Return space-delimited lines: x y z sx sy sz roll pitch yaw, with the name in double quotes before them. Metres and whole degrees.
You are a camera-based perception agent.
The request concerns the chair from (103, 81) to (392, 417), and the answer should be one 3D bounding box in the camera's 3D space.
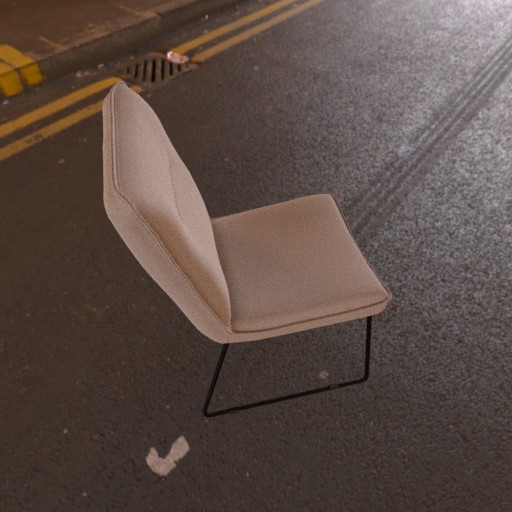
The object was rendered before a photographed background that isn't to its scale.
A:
"chair" 0.000 0.000 1.330 0.688 0.930 0.515 -10 47 -9
